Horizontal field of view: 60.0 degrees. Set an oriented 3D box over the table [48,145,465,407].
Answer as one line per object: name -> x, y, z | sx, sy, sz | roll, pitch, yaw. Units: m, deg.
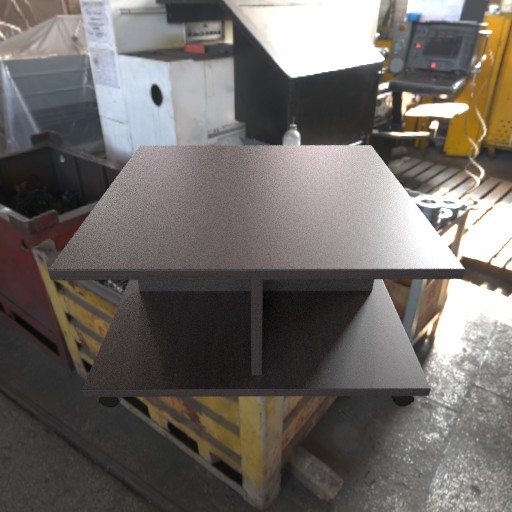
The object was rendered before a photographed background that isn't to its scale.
table -> 0.000, 0.000, 1.236 | 0.762, 0.396, 0.762 | 0, 31, 0
